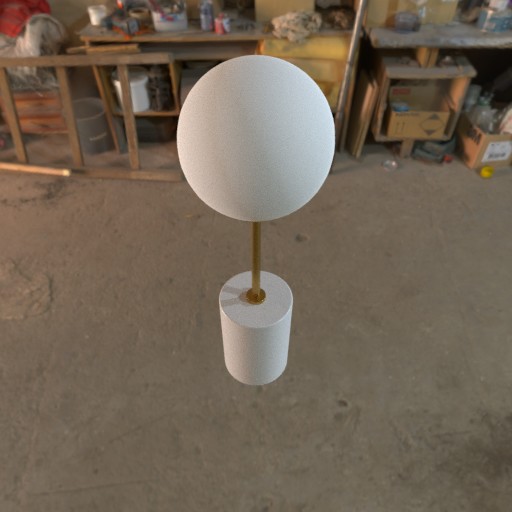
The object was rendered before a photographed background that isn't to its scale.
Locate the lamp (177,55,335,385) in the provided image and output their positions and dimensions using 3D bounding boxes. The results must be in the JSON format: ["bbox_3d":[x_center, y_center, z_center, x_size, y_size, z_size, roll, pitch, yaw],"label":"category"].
[{"bbox_3d":[0.000,0.000,0.553,0.153,0.480,0.153,0,46,0],"label":"lamp"}]
